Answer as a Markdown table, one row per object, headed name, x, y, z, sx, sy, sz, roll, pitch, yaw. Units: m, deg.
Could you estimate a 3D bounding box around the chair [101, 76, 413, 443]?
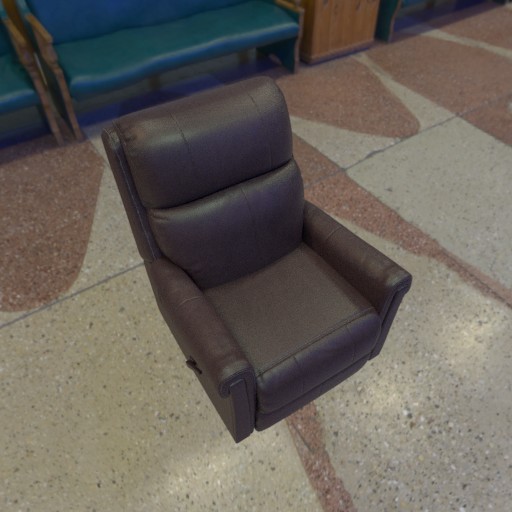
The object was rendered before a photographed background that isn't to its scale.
| name | x | y | z | sx | sy | sz | roll | pitch | yaw |
| --- | --- | --- | --- | --- | --- | --- | --- | --- | --- |
| chair | 0.000 | 0.000 | 1.804 | 0.838 | 1.054 | 1.014 | -25 | 52 | -21 |
